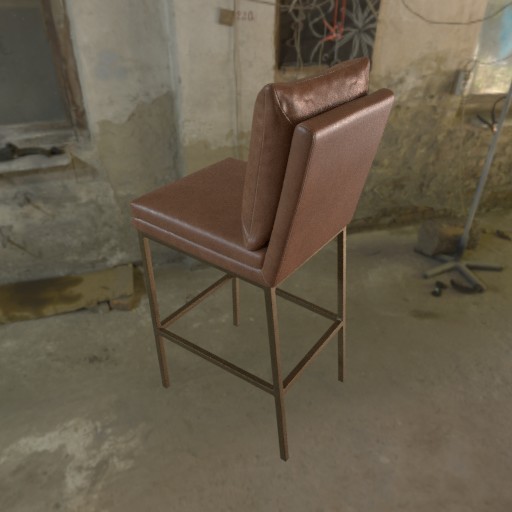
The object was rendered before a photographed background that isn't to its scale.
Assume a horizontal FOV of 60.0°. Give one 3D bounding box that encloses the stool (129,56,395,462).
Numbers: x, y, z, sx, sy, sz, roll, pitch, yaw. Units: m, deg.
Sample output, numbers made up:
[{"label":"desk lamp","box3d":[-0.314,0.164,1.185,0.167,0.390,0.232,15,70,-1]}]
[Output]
[{"label":"stool","box3d":[0.000,0.000,1.373,0.571,1.124,0.463,21,38,30]}]
